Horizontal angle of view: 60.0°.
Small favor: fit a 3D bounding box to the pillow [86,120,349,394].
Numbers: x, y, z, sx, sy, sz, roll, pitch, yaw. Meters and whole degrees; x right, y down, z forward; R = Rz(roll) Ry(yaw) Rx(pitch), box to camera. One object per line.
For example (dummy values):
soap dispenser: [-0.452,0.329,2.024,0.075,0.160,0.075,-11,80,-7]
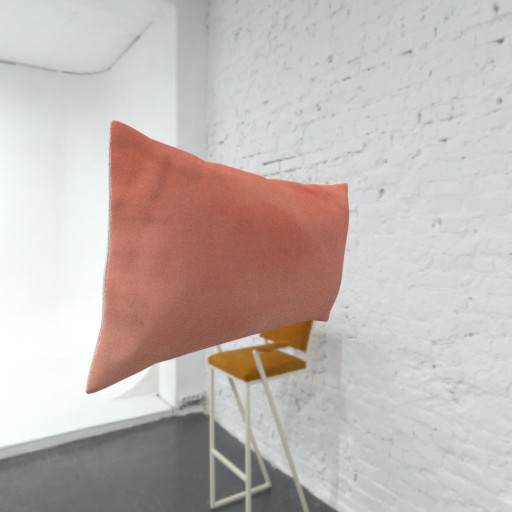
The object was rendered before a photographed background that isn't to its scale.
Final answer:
pillow: [0.000,0.000,0.738,0.155,0.307,0.608,1,2,36]
